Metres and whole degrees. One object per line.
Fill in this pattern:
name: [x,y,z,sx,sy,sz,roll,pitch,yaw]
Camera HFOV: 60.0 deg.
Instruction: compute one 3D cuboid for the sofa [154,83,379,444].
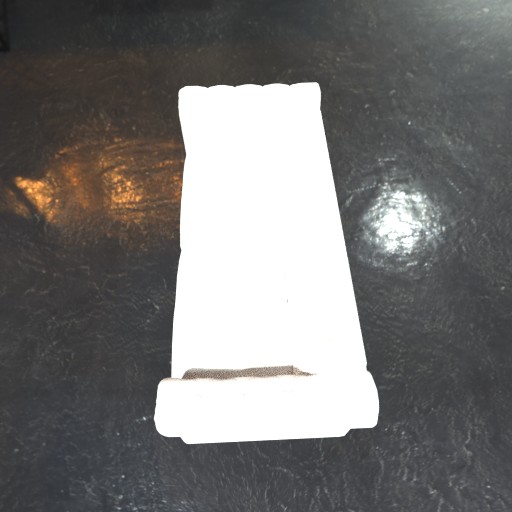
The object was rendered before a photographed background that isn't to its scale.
sofa: [0.000,0.000,2.250,0.771,0.796,1.798,-2,58,-1]
